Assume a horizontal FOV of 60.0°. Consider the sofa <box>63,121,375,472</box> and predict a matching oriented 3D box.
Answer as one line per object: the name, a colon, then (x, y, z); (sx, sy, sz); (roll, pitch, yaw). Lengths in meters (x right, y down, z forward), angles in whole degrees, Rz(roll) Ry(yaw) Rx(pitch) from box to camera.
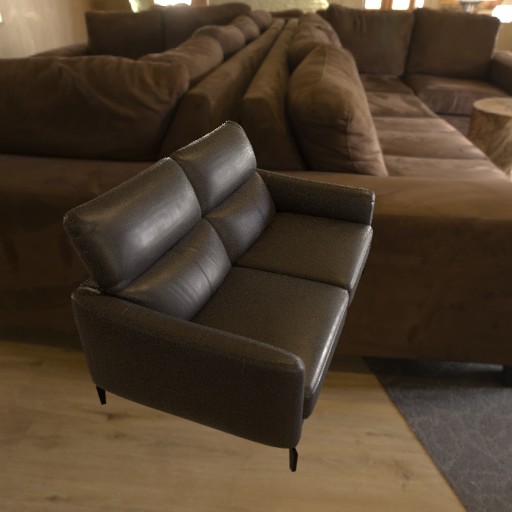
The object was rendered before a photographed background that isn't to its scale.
sofa: (0.000, 0.000, 2.173); (0.958, 0.920, 1.596); (12, 33, 18)
